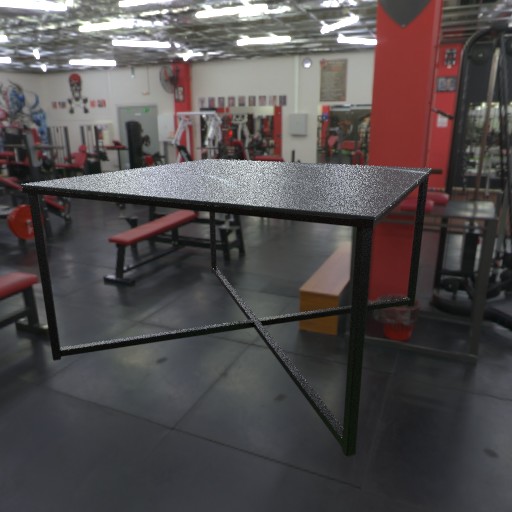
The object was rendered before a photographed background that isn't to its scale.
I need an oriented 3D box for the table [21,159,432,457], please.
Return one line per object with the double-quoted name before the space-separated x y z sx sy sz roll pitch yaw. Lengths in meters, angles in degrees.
"table" 0.000 0.000 1.246 0.800 0.450 0.800 8 19 25
